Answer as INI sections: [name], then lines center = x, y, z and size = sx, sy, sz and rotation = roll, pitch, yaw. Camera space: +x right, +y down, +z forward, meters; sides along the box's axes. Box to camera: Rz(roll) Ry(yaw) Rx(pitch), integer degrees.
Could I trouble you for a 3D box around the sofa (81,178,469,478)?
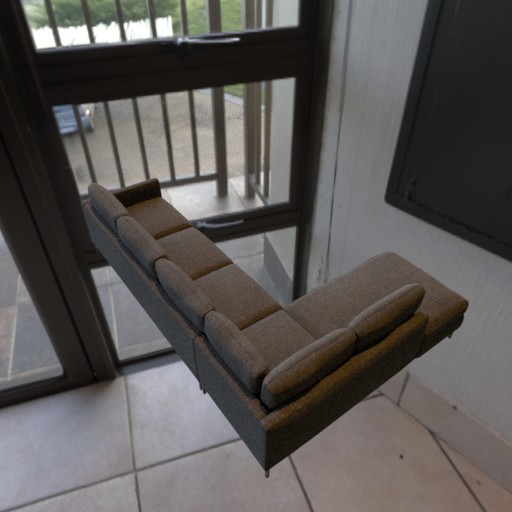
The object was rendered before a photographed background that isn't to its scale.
[sofa]
center = 0.000, 0.000, 3.889
size = 2.007, 0.815, 2.949
rotation = -25, 46, -28
